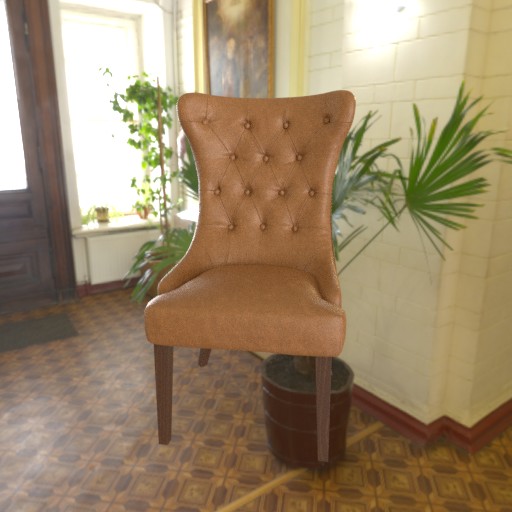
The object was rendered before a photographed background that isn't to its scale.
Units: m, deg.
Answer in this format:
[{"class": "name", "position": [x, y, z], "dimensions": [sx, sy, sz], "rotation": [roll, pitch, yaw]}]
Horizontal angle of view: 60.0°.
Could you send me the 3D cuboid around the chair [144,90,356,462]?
[{"class": "chair", "position": [0.000, 0.000, 1.459], "dimensions": [0.611, 1.065, 0.669], "rotation": [2, 15, 8]}]
